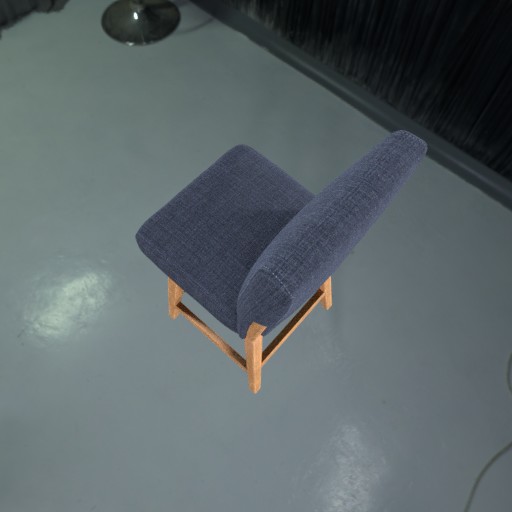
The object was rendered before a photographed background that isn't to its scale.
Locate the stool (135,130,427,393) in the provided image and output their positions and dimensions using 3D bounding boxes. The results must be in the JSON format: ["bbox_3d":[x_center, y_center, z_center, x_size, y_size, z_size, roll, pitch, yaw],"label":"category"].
[{"bbox_3d":[0.000,0.000,1.291,0.526,1.010,0.459,38,69,18],"label":"stool"}]
